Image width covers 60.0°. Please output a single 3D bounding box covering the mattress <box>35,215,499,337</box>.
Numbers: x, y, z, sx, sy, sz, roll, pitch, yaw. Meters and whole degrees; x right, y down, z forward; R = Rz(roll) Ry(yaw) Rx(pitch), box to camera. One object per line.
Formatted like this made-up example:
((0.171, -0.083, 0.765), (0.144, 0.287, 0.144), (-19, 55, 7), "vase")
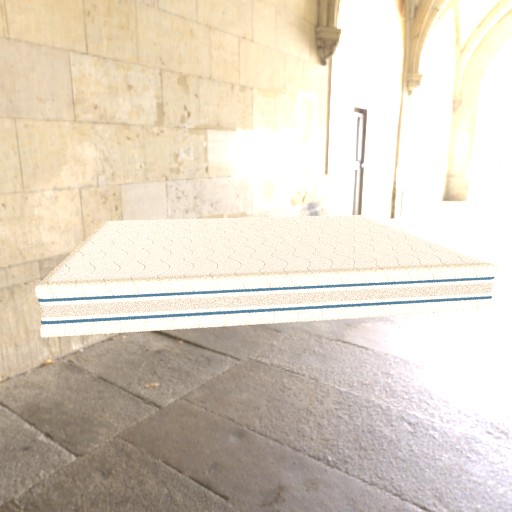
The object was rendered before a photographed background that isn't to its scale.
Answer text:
((0.000, 0.000, 2.660), (2.000, 0.230, 1.600), (-2, 14, -9), "mattress")
